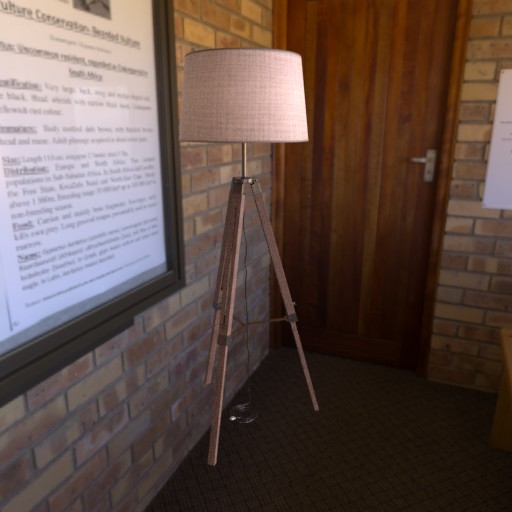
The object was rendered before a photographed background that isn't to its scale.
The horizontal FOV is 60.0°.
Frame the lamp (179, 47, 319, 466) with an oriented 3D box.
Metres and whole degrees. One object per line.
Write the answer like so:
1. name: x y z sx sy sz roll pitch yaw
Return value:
1. lamp: 0.000 0.000 1.833 0.587 1.510 0.604 -3 16 -9
